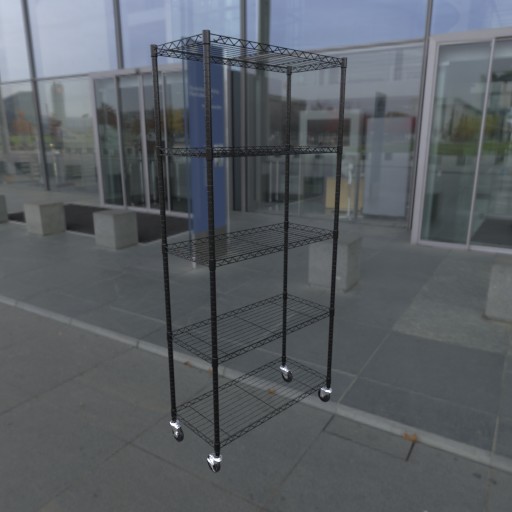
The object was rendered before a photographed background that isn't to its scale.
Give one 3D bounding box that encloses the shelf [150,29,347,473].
[{"bbox_3d":[0.000,0.000,1.939,0.762,1.645,0.356,-14,20,-42],"label":"shelf"}]
